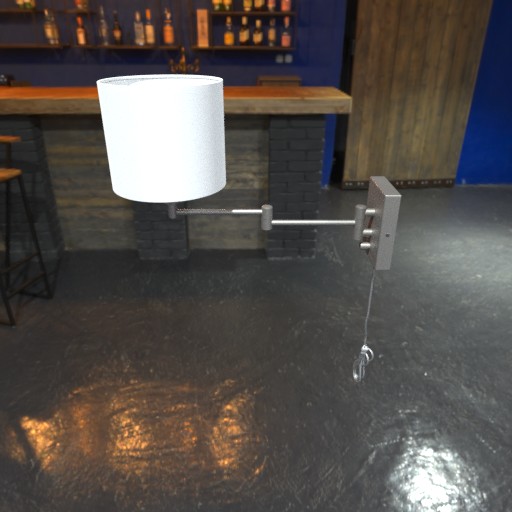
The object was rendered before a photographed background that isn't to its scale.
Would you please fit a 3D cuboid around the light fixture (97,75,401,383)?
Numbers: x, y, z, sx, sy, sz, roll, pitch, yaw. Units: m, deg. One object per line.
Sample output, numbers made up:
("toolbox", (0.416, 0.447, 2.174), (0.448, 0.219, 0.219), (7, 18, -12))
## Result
("light fixture", (0.000, 0.000, 0.879), (0.516, 0.651, 0.203), (0, 27, 0))
